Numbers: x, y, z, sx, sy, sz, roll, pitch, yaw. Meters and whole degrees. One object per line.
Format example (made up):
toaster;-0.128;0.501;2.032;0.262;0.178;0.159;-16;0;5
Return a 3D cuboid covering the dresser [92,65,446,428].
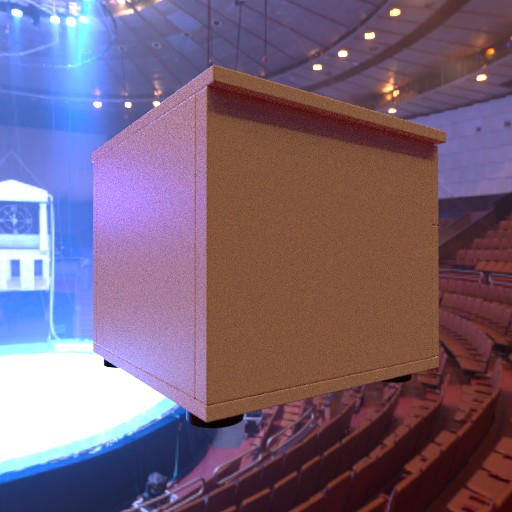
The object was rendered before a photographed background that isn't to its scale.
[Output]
dresser;0.000;0.000;0.711;0.400;0.360;0.430;0;-1;-35
